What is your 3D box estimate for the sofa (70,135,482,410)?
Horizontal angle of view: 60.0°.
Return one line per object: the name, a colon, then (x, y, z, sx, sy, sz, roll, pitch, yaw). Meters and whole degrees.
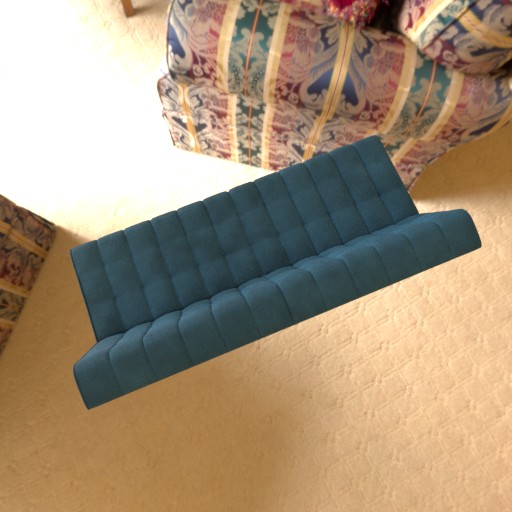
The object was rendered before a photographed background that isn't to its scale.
sofa: (0.000, 0.000, 2.312, 1.804, 0.813, 0.855, -21, 76, -6)
